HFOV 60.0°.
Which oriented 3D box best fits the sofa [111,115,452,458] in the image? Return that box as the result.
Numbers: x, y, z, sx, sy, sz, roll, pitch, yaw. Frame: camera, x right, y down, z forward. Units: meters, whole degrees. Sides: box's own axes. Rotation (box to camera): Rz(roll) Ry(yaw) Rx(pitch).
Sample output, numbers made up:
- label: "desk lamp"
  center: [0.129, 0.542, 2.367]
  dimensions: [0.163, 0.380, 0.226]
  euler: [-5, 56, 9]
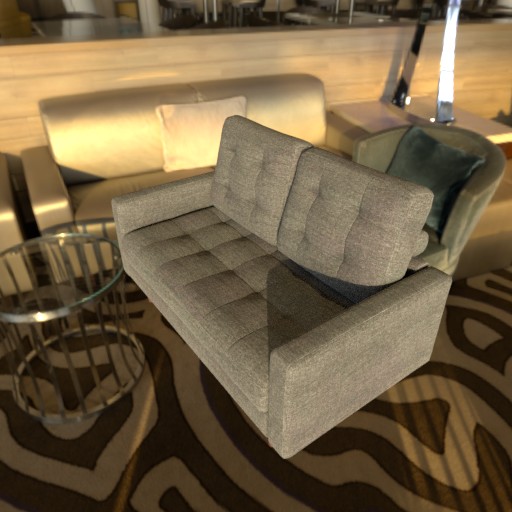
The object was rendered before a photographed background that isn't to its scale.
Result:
- label: "sofa"
  center: [0.000, 0.000, 1.969]
  dimensions: [0.842, 0.907, 1.407]
  euler: [-21, 38, -30]
